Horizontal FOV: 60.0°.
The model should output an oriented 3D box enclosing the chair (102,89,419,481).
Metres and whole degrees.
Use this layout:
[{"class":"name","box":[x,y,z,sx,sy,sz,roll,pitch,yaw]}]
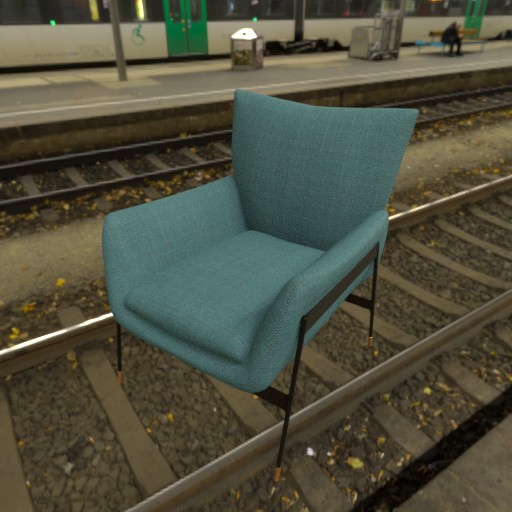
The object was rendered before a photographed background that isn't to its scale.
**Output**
[{"class":"chair","box":[0.000,0.000,1.405,0.678,0.859,0.769,19,34,30]}]
